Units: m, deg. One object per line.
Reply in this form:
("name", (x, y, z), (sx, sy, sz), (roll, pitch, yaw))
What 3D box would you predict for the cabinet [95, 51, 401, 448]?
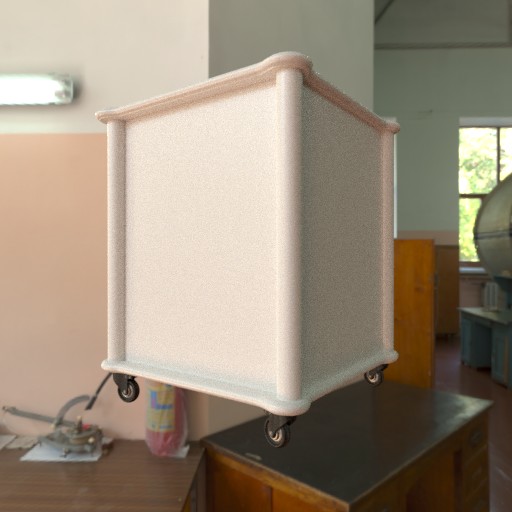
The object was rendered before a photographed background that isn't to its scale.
("cabinet", (0.000, 0.000, 1.226), (0.627, 0.761, 0.628), (0, 0, 36))
